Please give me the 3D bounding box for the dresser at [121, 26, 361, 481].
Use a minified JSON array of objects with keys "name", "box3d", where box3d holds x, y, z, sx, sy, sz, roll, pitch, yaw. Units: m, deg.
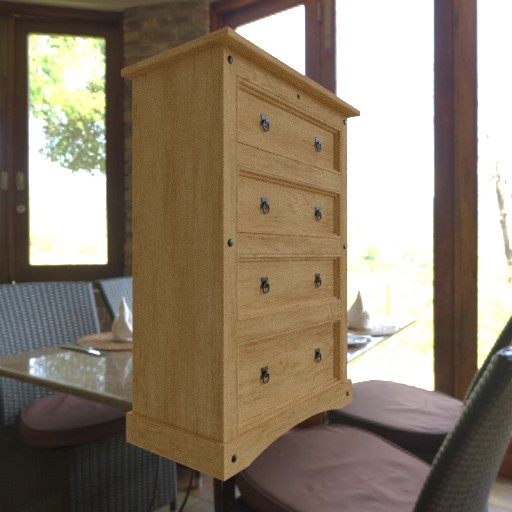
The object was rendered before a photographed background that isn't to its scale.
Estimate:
[{"name":"dresser","box3d":[0.000,0.000,1.754,0.485,1.300,0.915,0,0,37]}]
